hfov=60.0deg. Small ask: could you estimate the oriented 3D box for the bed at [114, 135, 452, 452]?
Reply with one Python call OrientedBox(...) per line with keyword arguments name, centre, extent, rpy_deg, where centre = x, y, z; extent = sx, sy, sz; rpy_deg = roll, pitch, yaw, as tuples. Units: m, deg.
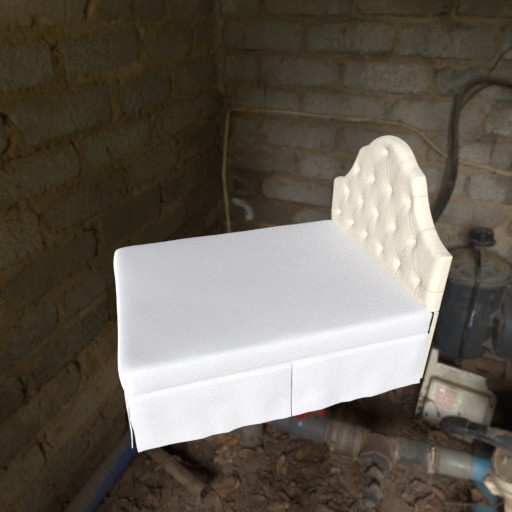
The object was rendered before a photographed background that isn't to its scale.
OrientedBox(name="bed", centre=(0.000, 0.000, 3.232), extent=(2.092, 1.575, 1.627), rpy_deg=(-8, 31, -14))
